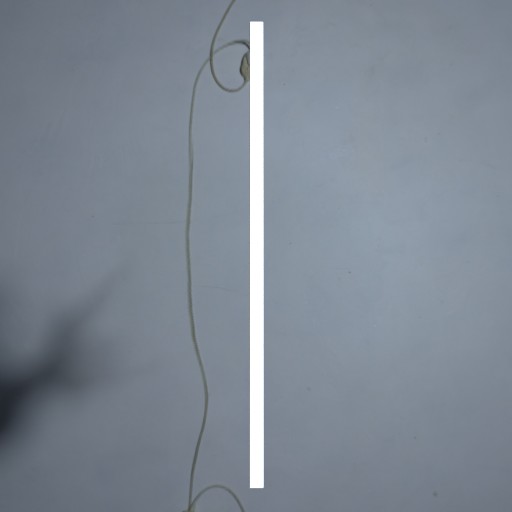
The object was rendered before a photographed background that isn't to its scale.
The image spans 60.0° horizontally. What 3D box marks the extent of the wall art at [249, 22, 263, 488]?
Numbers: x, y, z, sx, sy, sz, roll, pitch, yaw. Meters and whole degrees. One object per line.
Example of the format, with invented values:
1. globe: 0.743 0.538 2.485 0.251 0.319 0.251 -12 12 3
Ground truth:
1. wall art: 0.000 0.000 1.190 0.027 0.610 0.932 0 88 0
